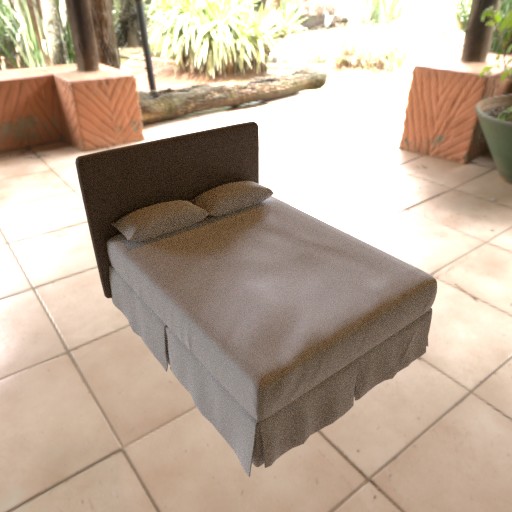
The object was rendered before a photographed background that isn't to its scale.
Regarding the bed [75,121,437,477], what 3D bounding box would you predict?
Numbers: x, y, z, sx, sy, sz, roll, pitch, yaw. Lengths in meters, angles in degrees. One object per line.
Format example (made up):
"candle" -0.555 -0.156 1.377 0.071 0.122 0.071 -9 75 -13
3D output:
"bed" 0.000 0.000 3.277 1.723 1.330 2.142 -22 38 -32
